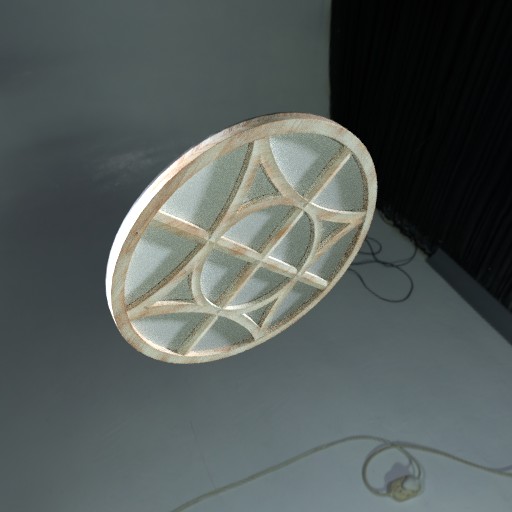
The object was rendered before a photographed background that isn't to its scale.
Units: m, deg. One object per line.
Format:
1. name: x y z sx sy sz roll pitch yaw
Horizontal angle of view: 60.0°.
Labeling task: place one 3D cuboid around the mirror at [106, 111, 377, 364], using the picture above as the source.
1. mirror: 0.000 0.000 1.074 0.710 0.710 0.038 -23 49 -21
